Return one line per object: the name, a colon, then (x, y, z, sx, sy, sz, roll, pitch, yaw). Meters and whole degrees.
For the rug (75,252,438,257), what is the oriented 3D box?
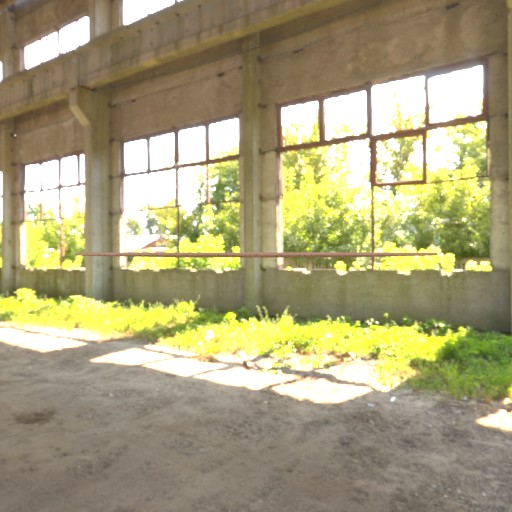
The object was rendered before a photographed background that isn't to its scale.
rug: (0.000, 0.000, 3.072, 1.523, 0.014, 2.438, 0, 0, 0)
